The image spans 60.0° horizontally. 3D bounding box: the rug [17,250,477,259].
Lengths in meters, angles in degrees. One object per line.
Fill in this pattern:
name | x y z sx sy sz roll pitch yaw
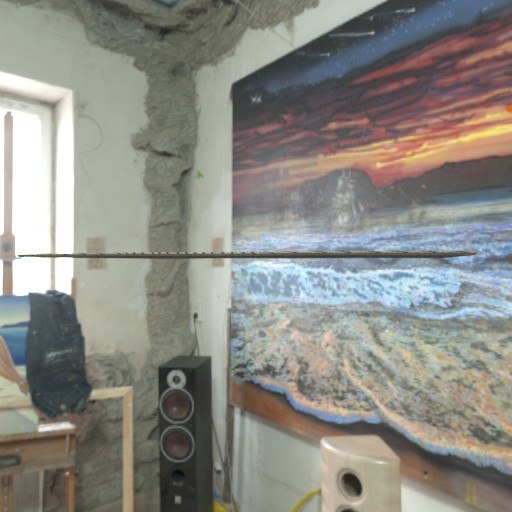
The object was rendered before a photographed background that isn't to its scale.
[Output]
rug | 0.000 0.000 2.896 2.406 0.023 1.539 0 -1 19
